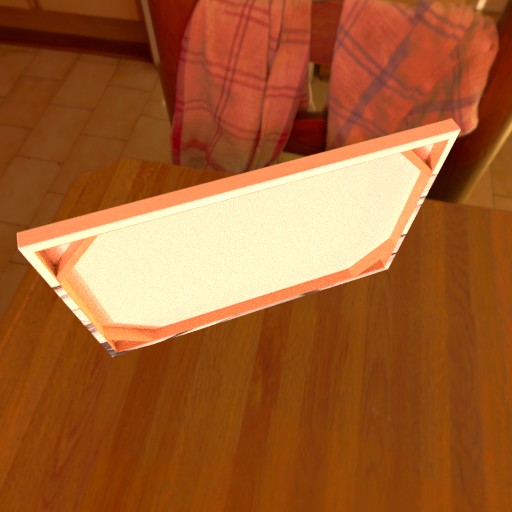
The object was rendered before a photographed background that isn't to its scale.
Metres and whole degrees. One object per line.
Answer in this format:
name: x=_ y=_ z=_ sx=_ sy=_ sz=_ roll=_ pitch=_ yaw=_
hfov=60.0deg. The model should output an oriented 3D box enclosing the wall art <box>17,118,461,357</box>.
wall art: x=0.000 y=0.000 z=1.138 sx=0.914 sy=0.609 sz=0.039 roll=-17 pitch=60 yaw=-10
